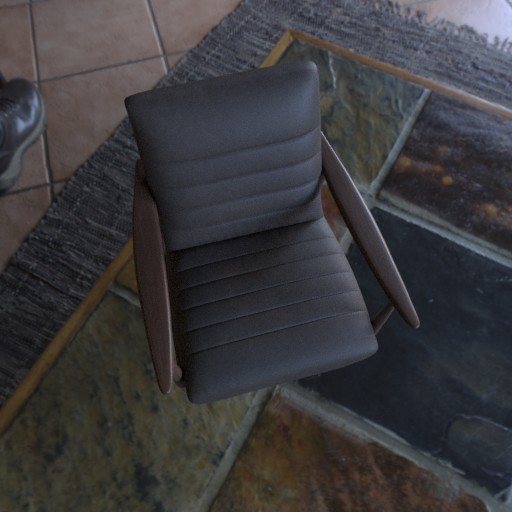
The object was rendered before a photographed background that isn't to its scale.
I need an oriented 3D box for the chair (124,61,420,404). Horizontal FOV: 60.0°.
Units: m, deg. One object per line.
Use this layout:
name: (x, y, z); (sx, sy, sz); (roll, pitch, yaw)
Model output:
chair: (0.000, 0.000, 1.457); (0.741, 0.831, 0.798); (-13, 65, -6)
